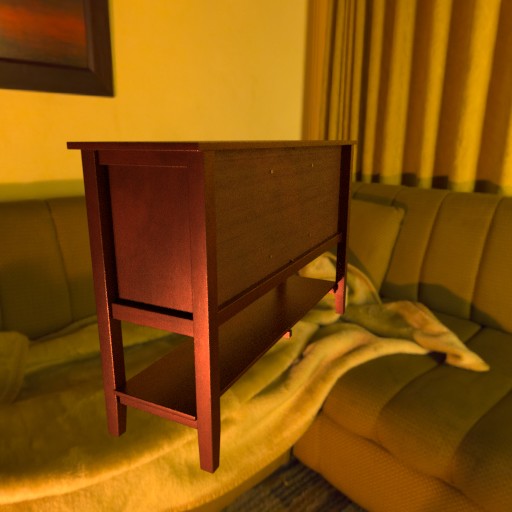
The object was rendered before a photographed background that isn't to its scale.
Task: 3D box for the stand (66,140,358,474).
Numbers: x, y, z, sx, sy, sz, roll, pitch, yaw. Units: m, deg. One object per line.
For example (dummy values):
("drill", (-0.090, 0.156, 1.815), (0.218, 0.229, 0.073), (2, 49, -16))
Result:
("stand", (0.000, 0.000, 1.733), (0.410, 0.872, 1.362), (7, 16, 26))
